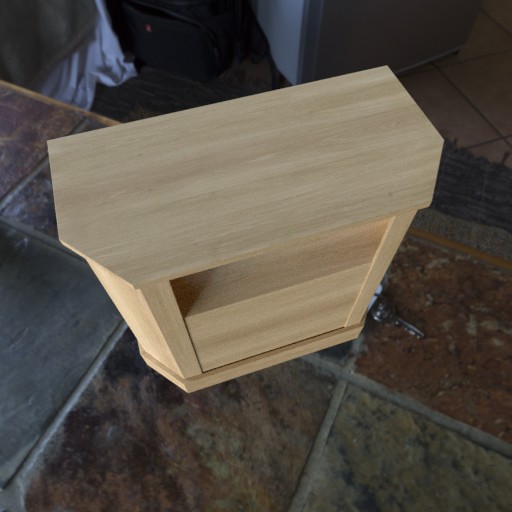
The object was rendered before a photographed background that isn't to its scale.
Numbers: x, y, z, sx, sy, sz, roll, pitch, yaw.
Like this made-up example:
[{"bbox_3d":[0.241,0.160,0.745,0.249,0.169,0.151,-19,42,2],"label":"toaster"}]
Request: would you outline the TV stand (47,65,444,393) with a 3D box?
[{"bbox_3d":[0.000,0.000,1.298,0.851,0.781,0.425,-16,60,-9],"label":"TV stand"}]
